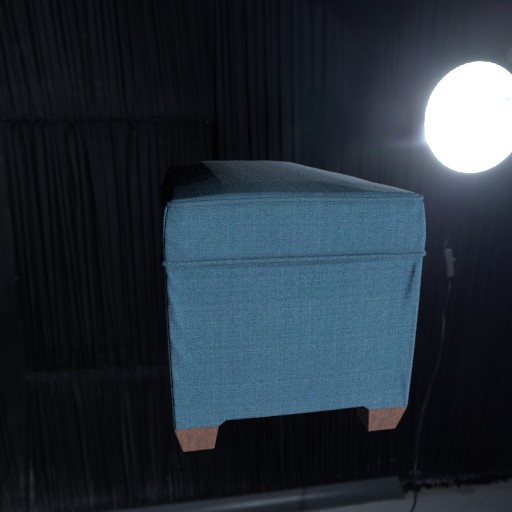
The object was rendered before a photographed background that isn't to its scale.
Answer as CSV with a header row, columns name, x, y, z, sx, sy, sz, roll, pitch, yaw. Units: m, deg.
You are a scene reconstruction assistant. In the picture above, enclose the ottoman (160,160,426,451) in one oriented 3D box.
name,x,y,z,sx,sy,sz,roll,pitch,yaw
ottoman,0.000,0.000,1.189,0.474,0.474,0.943,-3,16,-9
